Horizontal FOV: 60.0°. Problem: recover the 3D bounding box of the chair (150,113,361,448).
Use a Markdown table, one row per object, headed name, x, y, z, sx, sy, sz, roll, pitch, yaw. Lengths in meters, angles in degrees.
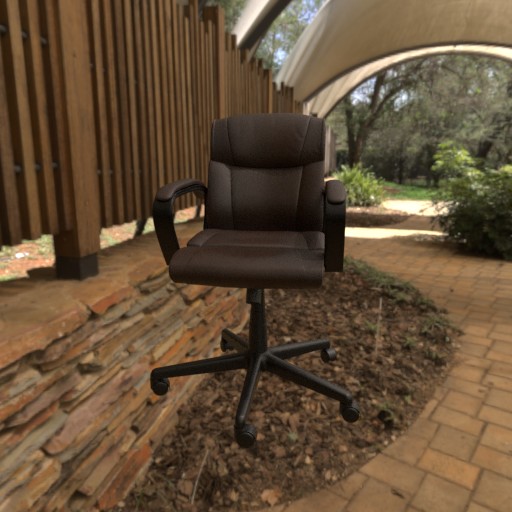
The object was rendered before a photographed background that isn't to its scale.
| name | x | y | z | sx | sy | sz | roll | pitch | yaw |
| --- | --- | --- | --- | --- | --- | --- | --- | --- | --- |
| chair | 0.000 | 0.000 | 1.538 | 0.739 | 1.004 | 0.717 | 2 | 13 | 9 |
